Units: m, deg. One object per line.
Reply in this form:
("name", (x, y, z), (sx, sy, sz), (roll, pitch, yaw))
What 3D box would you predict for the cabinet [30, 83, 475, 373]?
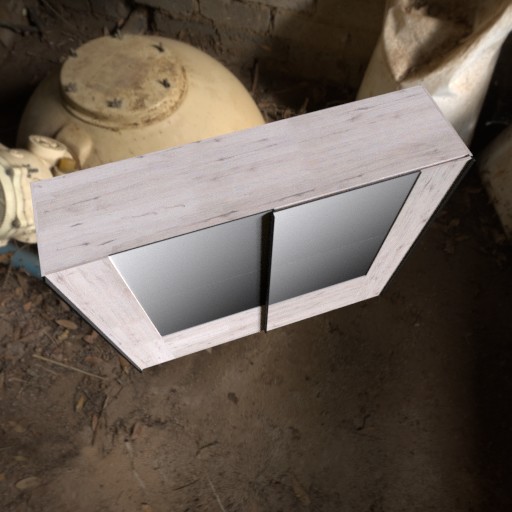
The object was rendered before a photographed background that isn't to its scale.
("cabinet", (0.000, 0.000, 3.537), (2.500, 2.180, 0.660), (-16, 64, -8))
